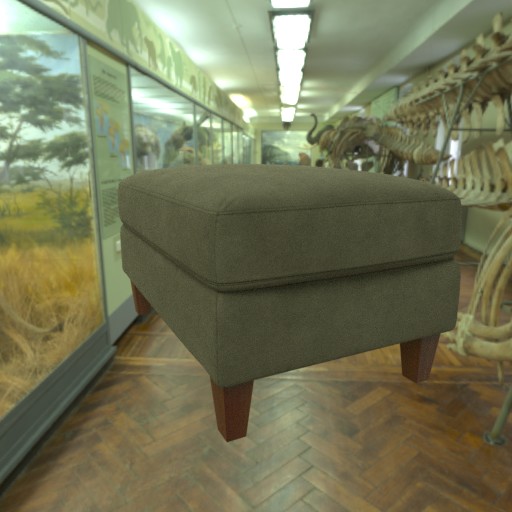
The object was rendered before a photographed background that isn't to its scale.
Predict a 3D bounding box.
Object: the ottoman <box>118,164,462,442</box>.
[{"bbox_3d":[0.000,0.000,1.196,0.584,0.483,0.864,-7,15,-26],"label":"ottoman"}]
